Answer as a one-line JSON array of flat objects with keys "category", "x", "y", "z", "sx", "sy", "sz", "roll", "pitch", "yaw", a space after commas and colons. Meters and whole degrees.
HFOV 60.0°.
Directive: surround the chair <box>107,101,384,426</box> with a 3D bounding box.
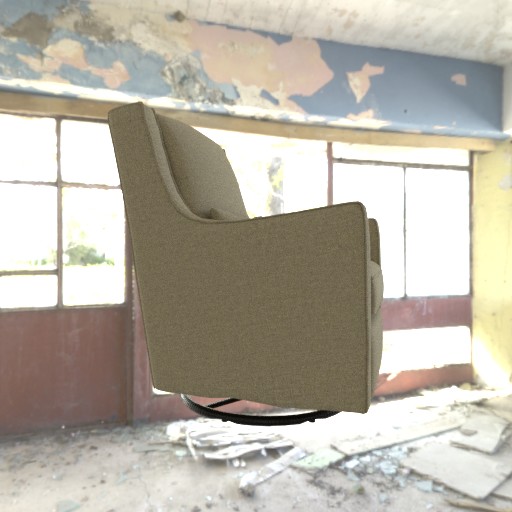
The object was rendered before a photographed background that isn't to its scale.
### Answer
[{"category": "chair", "x": 0.000, "y": 0.000, "z": 1.601, "sx": 0.879, "sy": 0.993, "sz": 0.732, "roll": 0, "pitch": 1, "yaw": 18}]
